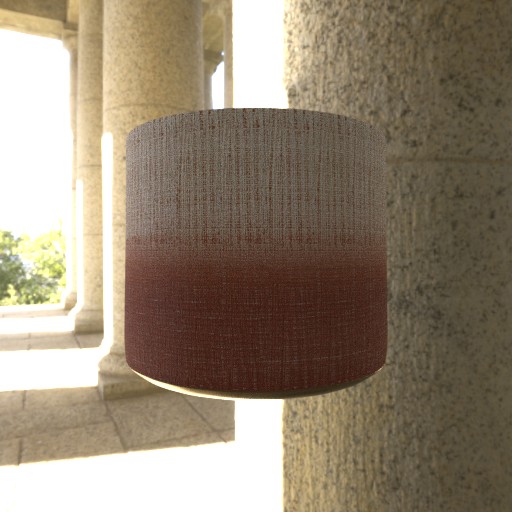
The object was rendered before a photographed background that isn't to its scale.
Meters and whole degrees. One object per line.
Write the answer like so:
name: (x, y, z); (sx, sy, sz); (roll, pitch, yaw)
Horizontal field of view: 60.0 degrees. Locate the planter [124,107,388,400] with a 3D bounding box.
planter: (0.000, 0.000, 0.445); (0.254, 0.221, 0.254); (0, 1, 0)
